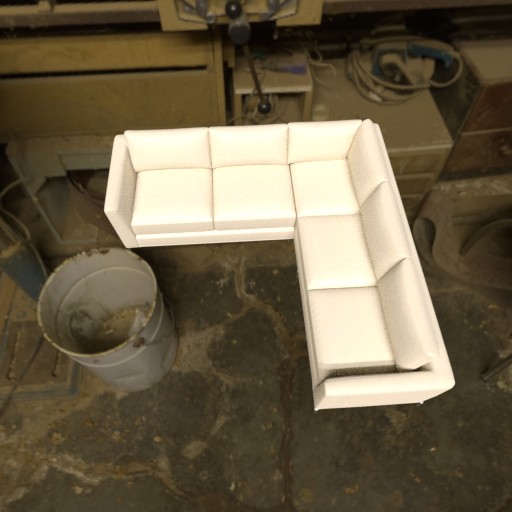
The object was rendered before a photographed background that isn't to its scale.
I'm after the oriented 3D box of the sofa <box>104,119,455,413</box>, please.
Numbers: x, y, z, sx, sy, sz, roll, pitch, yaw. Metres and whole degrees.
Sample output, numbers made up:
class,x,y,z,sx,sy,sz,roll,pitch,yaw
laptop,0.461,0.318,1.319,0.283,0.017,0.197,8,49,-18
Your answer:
class,x,y,z,sx,sy,sz,roll,pitch,yaw
sofa,0.000,0.000,3.645,2.430,0.867,2.448,-3,59,-2
